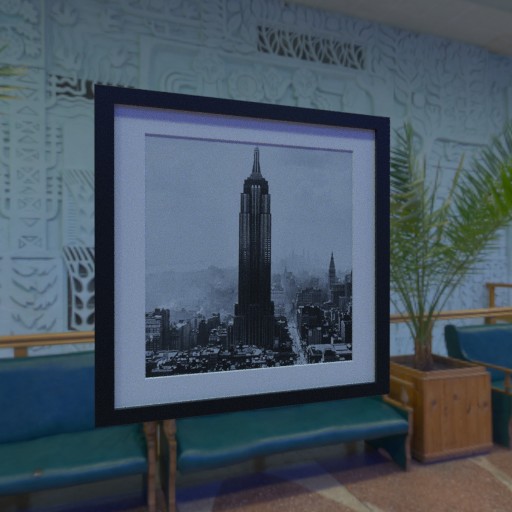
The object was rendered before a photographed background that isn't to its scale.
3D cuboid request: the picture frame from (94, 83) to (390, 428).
[{"bbox_3d":[0.000,0.000,0.817,0.559,0.557,0.029,0,0,-18],"label":"picture frame"}]
